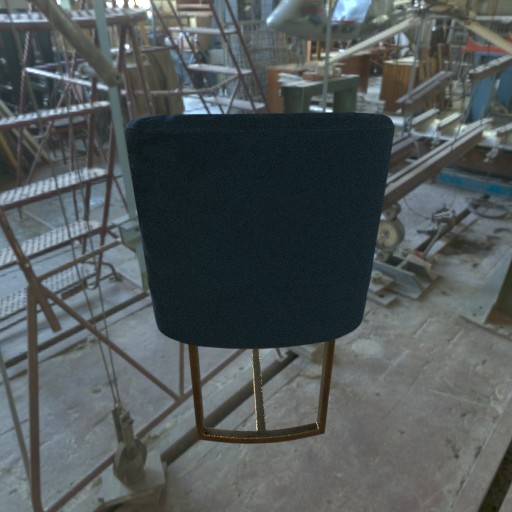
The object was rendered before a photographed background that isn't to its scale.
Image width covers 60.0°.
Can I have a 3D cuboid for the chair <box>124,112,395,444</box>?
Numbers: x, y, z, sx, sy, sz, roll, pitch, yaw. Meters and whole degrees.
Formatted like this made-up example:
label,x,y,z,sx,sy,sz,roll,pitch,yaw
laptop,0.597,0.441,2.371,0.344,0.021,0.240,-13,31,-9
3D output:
label,x,y,z,sx,sy,sz,roll,pitch,yaw
chair,0.000,0.000,1.162,0.530,0.824,0.560,-2,30,-3
